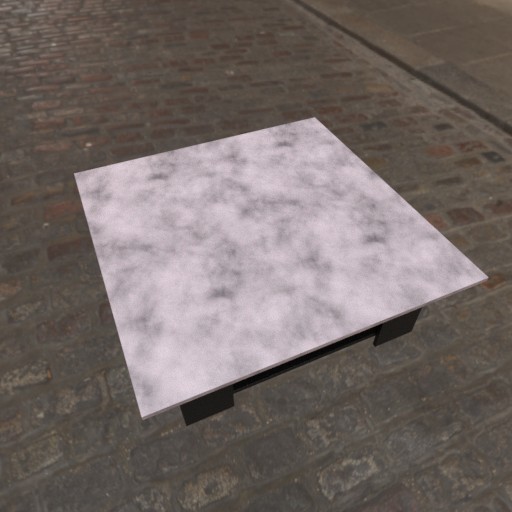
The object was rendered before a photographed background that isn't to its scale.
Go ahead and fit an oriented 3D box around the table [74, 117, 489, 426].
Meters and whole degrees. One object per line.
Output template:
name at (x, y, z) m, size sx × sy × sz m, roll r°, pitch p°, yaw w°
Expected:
table at (0.000, 0.000, 1.385) m, size 0.890 × 0.305 × 0.890 m, roll -18°, pitch 48°, yaw -17°
